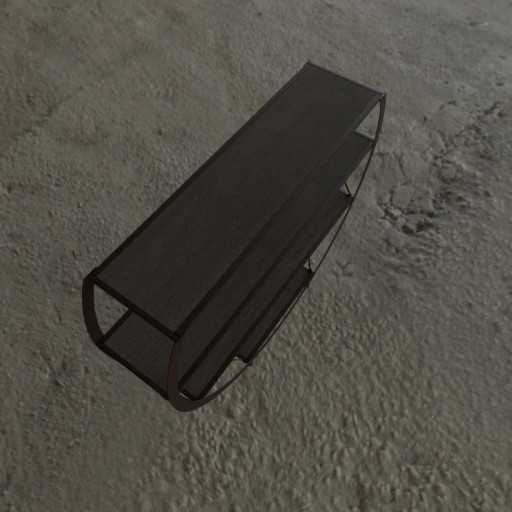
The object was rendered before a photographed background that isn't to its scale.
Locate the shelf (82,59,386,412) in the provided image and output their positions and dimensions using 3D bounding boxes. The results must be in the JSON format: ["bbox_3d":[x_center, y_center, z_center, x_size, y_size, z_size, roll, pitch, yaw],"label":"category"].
[{"bbox_3d":[0.000,0.000,1.914,0.344,1.063,1.403,31,64,17],"label":"shelf"}]
